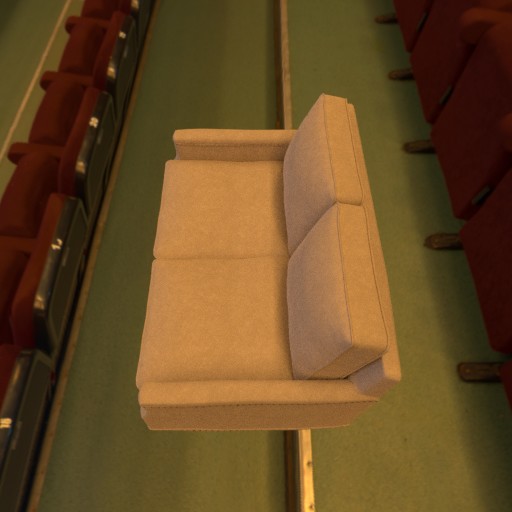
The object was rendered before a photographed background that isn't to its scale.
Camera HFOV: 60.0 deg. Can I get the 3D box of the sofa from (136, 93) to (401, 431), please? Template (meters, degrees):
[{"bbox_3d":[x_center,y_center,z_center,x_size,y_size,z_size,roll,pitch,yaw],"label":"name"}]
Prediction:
[{"bbox_3d":[0.000,0.000,2.301,1.084,1.002,1.597,0,58,0],"label":"sofa"}]
